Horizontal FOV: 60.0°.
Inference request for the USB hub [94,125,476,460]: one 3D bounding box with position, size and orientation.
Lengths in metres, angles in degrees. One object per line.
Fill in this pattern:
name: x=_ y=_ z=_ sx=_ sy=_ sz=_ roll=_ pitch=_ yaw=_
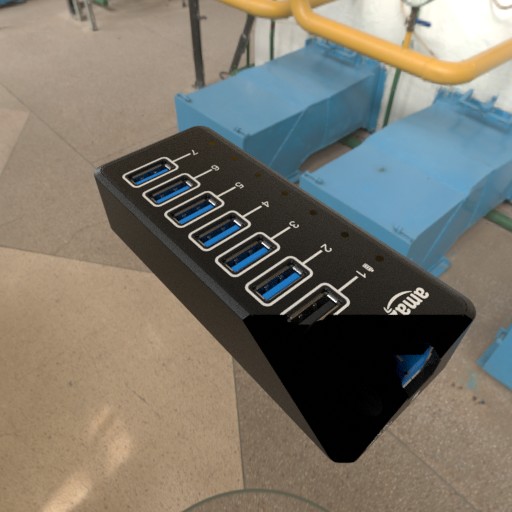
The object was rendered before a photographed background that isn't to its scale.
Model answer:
USB hub: x=0.000 y=0.000 z=0.128 sx=0.044 sy=0.023 sz=0.110 roll=-32 pitch=54 yaw=-27
